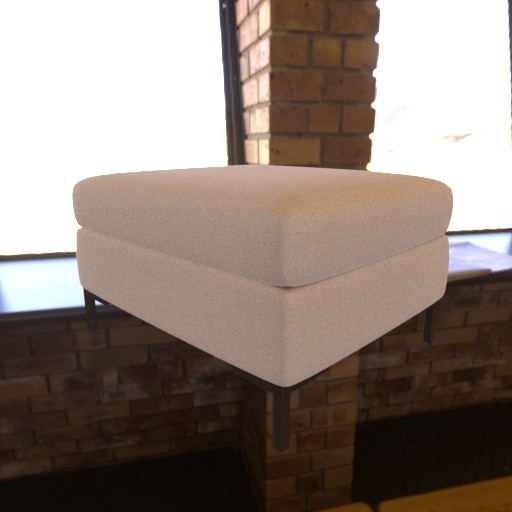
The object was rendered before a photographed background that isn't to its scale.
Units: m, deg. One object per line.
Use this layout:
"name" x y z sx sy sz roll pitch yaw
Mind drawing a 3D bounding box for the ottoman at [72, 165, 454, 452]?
"ottoman" 0.000 0.000 1.175 0.794 0.453 0.657 14 20 43
